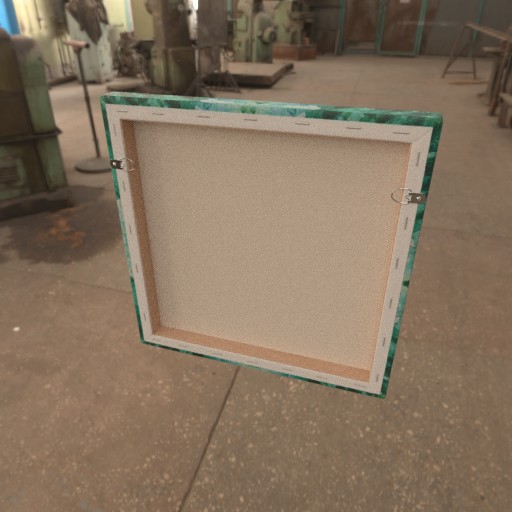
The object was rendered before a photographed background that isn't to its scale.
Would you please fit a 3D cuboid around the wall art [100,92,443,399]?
[{"bbox_3d":[0.000,0.000,0.765,0.507,0.508,0.038,9,31,15],"label":"wall art"}]
